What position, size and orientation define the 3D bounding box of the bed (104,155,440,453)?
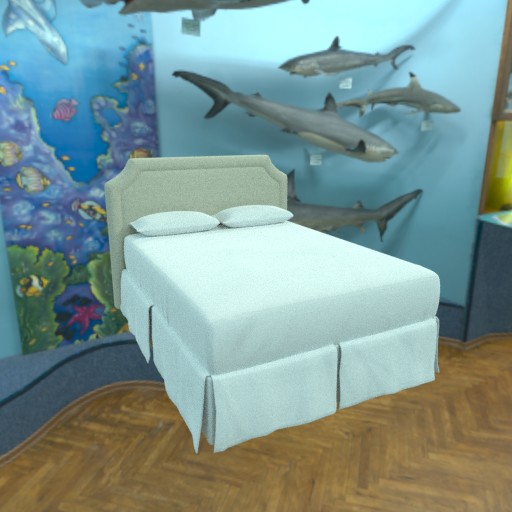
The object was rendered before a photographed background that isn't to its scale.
[{"bbox_3d":[0.000,0.000,3.167,1.693,1.290,2.116,-8,18,-26],"label":"bed"}]
